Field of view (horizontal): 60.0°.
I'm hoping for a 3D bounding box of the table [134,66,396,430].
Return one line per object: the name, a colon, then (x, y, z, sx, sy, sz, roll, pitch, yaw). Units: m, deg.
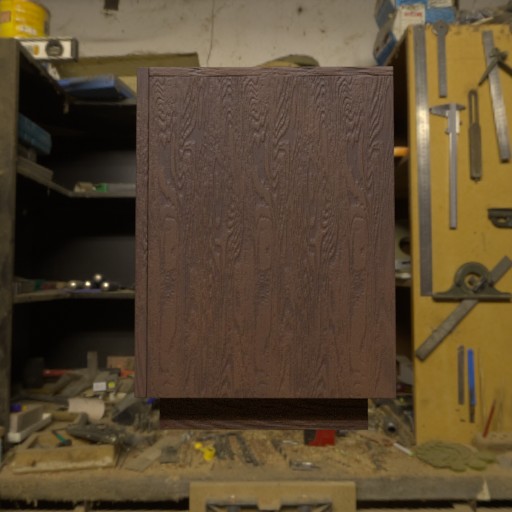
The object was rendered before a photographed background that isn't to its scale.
table: (0.000, 0.000, 0.973, 0.439, 0.585, 0.560, 0, -2, 0)
